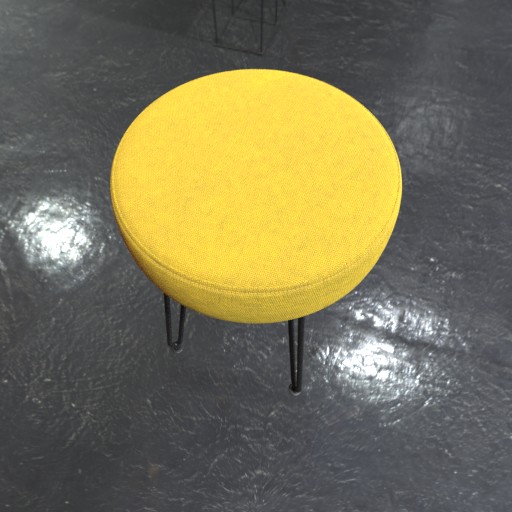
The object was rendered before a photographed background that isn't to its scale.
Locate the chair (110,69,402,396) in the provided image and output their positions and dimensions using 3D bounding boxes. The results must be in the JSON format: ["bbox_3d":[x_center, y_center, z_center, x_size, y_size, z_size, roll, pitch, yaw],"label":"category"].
[{"bbox_3d":[0.000,0.000,0.701,0.345,0.455,0.345,17,61,10],"label":"chair"}]
